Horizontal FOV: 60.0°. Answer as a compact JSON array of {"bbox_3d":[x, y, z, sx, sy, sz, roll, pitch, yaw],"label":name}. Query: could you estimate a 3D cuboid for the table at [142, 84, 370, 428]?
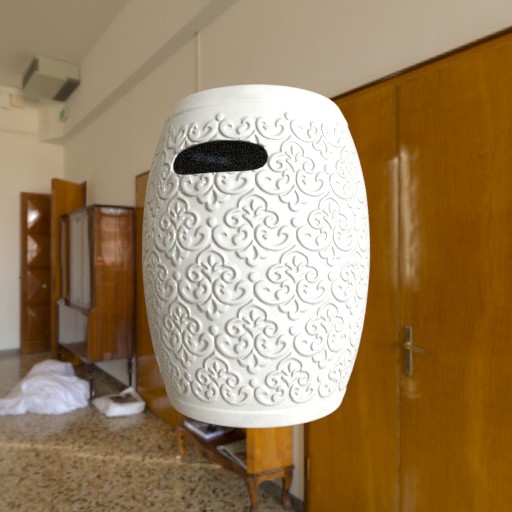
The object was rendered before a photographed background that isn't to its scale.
[{"bbox_3d":[0.000,0.000,0.621,0.309,0.397,0.309,0,0,0],"label":"table"}]
